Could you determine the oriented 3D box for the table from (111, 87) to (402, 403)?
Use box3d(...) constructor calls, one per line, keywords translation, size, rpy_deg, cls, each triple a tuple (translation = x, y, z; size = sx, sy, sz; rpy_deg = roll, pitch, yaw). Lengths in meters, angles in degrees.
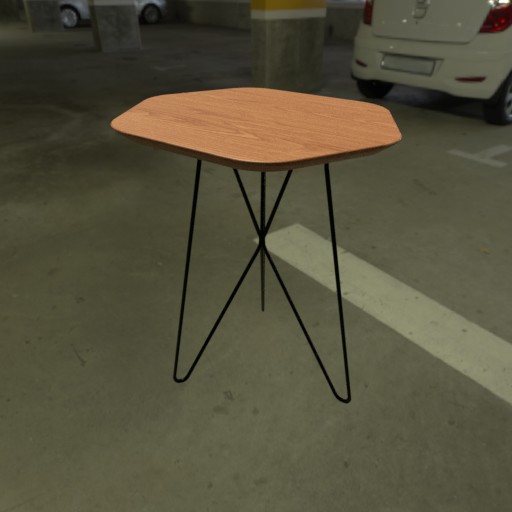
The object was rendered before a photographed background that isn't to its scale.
box3d(translation=(0.000, 0.000, 0.899), size=(0.500, 0.562, 0.400), rpy_deg=(20, 37, 30), cls="table")
